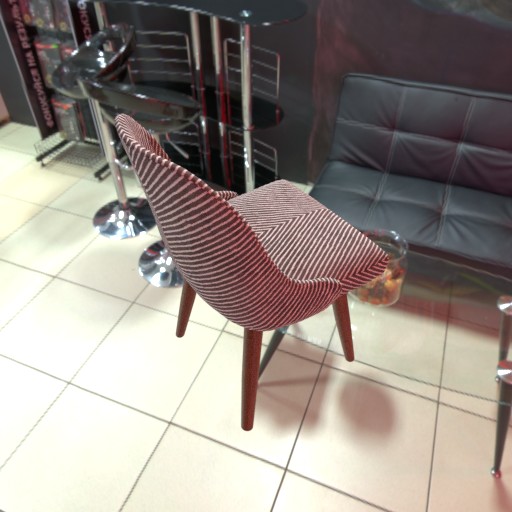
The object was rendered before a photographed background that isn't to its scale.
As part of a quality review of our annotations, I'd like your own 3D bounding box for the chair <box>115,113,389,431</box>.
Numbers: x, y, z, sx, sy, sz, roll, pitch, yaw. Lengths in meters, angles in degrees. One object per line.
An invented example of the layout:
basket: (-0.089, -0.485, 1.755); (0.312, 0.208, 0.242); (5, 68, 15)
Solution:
chair: (0.000, 0.000, 1.243); (0.591, 0.883, 0.504); (-25, 48, -25)
